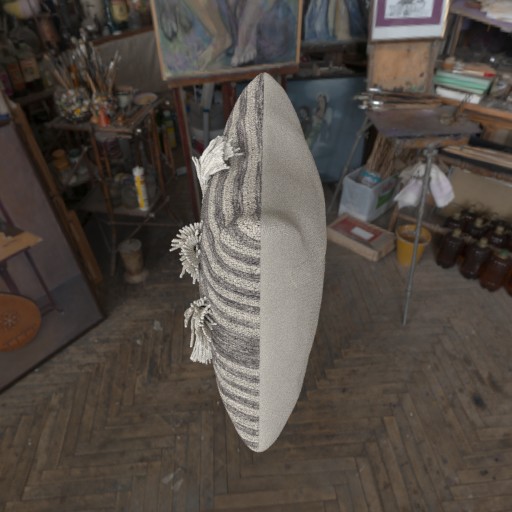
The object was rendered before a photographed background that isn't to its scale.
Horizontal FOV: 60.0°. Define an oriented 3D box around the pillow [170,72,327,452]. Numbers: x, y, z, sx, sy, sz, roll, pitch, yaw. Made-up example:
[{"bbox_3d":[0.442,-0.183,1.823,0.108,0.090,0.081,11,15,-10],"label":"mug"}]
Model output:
[{"bbox_3d":[0.000,0.000,0.794,0.234,0.490,0.484,1,40,1],"label":"pillow"}]
